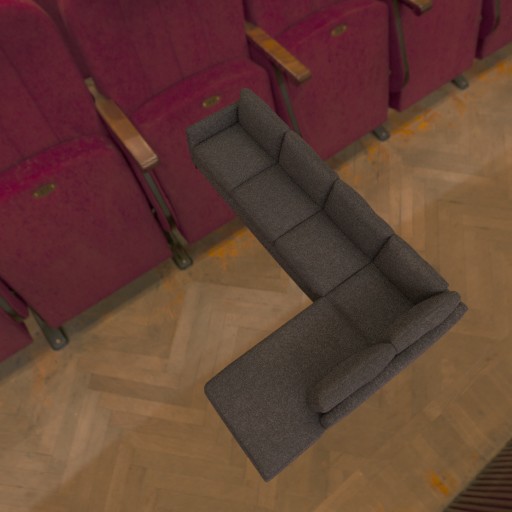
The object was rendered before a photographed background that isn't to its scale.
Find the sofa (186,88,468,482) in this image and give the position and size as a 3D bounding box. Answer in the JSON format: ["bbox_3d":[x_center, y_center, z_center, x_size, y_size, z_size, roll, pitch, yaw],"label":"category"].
[{"bbox_3d":[0.000,0.000,3.878,2.007,0.815,2.949,-33,67,-16],"label":"sofa"}]
